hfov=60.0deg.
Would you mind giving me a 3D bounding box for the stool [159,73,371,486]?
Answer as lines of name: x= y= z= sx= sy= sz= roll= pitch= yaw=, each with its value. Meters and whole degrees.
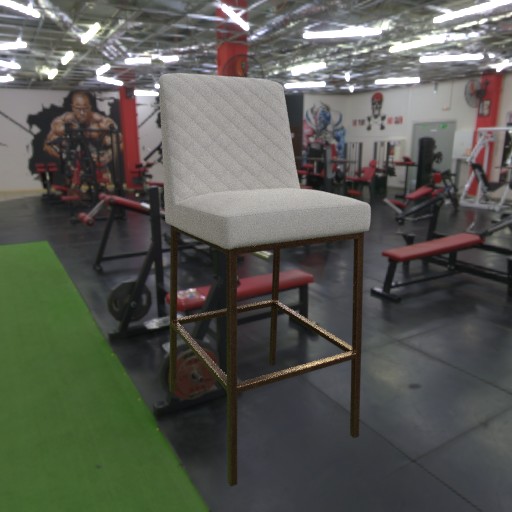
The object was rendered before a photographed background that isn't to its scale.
stool: x=0.000 y=0.000 z=1.358 sx=0.462 sy=1.084 sz=0.546 roll=-8 pitch=17 yaw=-27
